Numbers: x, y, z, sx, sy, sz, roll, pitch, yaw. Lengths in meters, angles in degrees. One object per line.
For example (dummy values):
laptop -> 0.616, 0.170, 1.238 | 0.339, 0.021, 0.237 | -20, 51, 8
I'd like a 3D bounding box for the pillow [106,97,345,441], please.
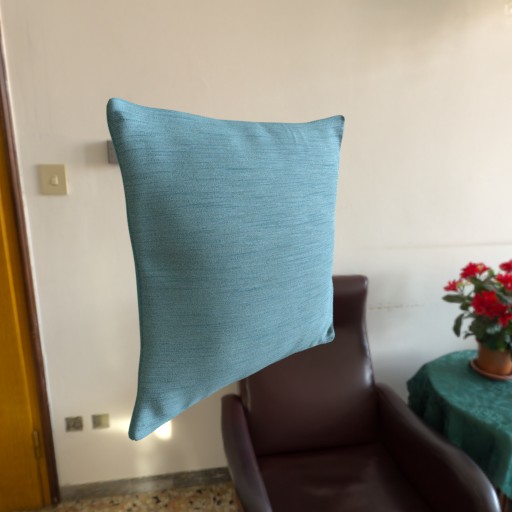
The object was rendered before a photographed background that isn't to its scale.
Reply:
pillow -> 0.000, 0.000, 0.653 | 0.433, 0.415, 0.151 | -14, 19, -43
